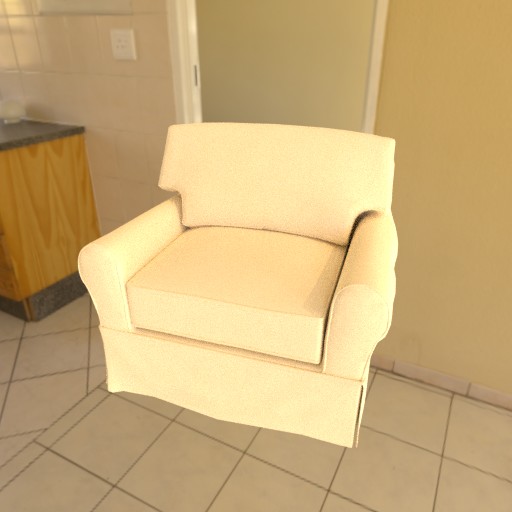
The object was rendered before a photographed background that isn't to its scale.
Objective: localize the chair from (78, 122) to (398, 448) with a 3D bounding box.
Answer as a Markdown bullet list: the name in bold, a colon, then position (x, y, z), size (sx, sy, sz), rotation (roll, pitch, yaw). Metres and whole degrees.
- **chair**: position (0.000, 0.000, 1.816), size (1.099, 0.958, 0.904), rotation (8, 28, 16)
